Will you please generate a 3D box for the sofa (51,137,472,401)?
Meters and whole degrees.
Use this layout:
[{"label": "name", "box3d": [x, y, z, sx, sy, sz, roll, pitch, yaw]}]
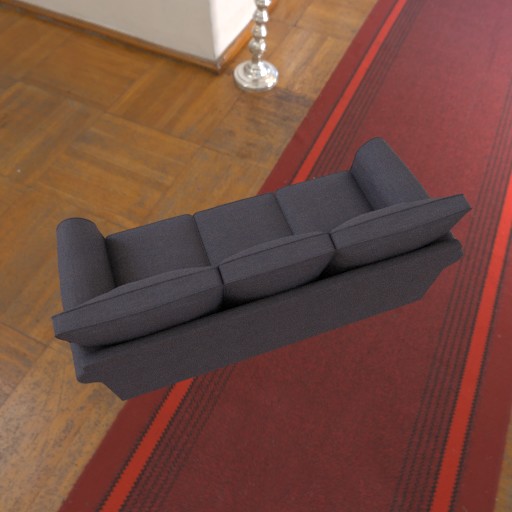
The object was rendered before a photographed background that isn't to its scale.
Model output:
[{"label": "sofa", "box3d": [0.000, 0.000, 2.558, 2.084, 0.966, 0.909, -17, 60, -10]}]
